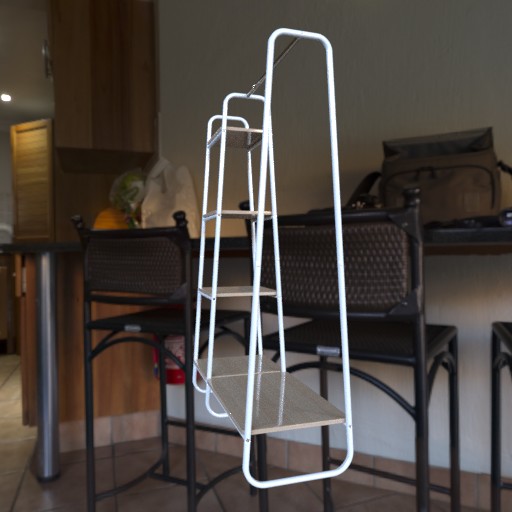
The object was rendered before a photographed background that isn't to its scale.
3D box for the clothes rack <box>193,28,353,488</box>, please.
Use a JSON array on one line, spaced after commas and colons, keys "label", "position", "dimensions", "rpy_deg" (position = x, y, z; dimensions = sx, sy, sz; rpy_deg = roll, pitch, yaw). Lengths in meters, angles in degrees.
[{"label": "clothes rack", "position": [0.000, 0.000, 1.947], "dimensions": [0.400, 1.500, 1.011], "rpy_deg": [0, 1, -17]}]
